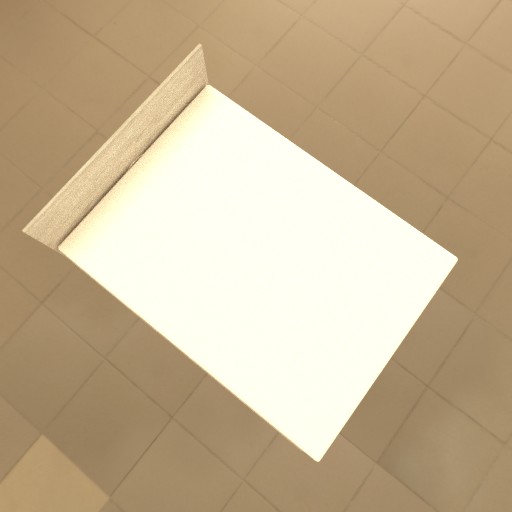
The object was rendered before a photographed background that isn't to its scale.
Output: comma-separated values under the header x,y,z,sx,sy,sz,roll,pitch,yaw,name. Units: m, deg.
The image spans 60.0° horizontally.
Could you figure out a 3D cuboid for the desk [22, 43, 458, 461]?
x,y,z,sx,sy,sz,roll,pitch,yaw,name
0.000,0.000,2.613,1.900,0.800,1.400,37,79,9,desk
